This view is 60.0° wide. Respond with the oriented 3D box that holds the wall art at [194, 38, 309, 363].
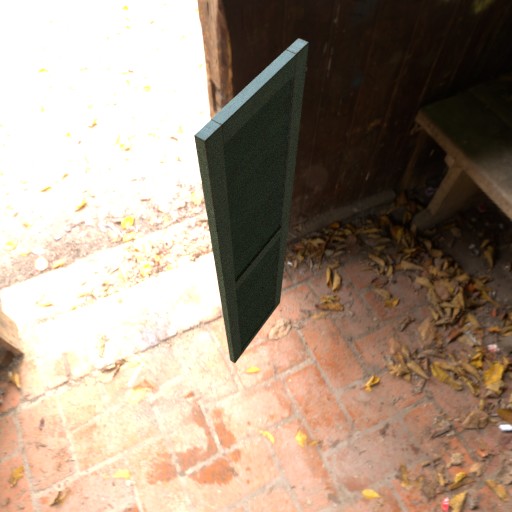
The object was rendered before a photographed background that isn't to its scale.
[{"bbox_3d":[0.000,0.000,1.332,0.025,1.219,0.329,31,64,17],"label":"wall art"}]
